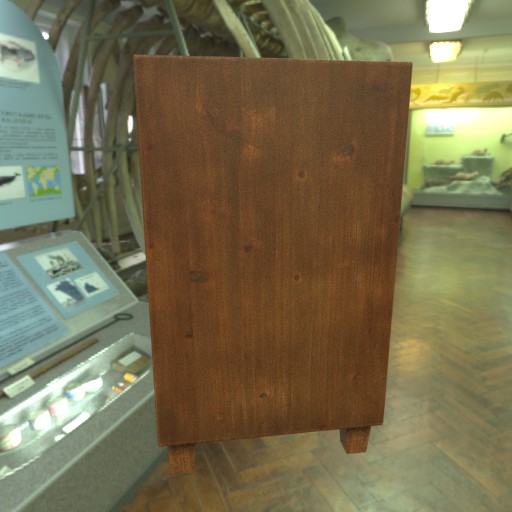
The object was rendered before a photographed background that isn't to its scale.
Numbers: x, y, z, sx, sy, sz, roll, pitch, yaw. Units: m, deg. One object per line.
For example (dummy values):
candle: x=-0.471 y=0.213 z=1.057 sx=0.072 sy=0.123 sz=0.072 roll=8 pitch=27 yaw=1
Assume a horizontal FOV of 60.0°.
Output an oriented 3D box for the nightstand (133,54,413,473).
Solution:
nightstand: x=0.000 y=0.000 z=0.935 sx=0.410 sy=0.695 sz=0.465 roll=-2 pitch=15 yaw=-8
